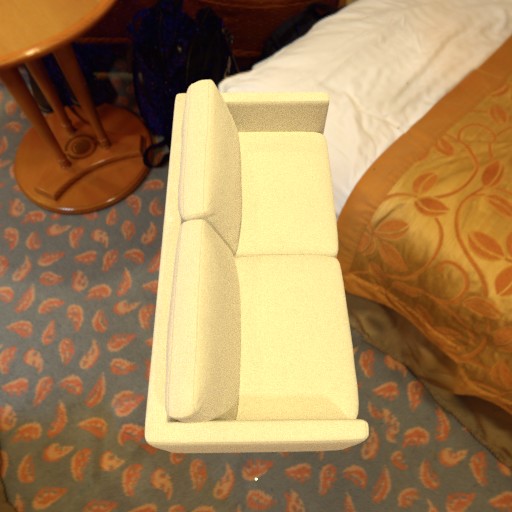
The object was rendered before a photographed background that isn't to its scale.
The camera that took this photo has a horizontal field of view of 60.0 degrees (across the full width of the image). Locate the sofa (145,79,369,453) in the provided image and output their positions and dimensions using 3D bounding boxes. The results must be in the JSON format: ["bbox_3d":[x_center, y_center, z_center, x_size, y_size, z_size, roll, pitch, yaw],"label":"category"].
[{"bbox_3d":[0.000,0.000,2.474,0.965,0.889,1.981,-1,63,0],"label":"sofa"}]
